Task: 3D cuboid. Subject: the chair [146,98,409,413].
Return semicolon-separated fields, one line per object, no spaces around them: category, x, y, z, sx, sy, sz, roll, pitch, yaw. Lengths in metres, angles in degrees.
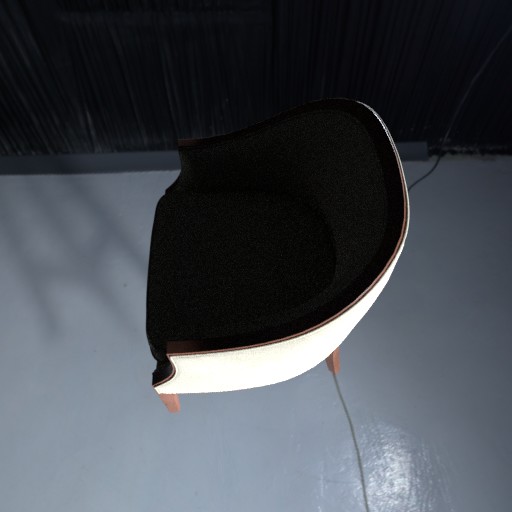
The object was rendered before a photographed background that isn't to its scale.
chair;0.000;0.000;1.471;0.735;0.876;0.803;-3;58;-2
